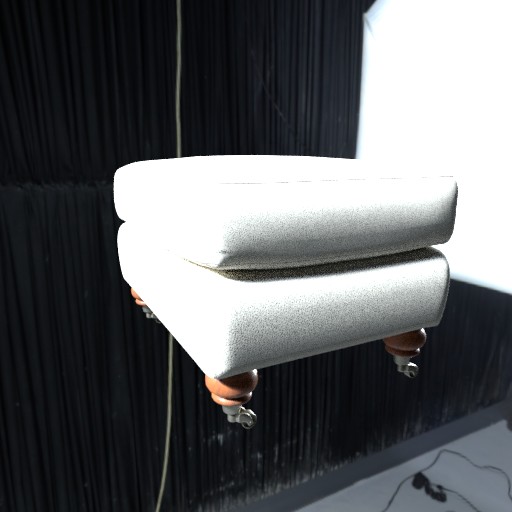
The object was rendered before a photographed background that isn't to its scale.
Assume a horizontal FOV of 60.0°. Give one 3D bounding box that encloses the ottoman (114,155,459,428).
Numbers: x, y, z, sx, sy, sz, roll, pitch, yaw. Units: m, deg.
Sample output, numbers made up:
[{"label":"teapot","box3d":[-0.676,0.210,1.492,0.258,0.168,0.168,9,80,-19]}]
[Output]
[{"label":"ottoman","box3d":[0.000,0.000,1.131,0.569,0.499,0.773,-7,14,-27]}]
